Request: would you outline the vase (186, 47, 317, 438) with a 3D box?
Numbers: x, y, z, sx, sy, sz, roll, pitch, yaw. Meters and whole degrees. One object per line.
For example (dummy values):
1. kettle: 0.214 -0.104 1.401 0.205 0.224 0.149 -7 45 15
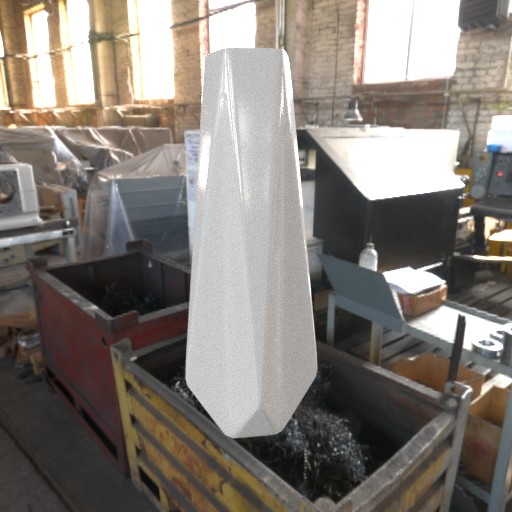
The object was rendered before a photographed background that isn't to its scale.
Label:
1. vase: 0.000 0.000 0.393 0.116 0.329 0.122 3 17 10
